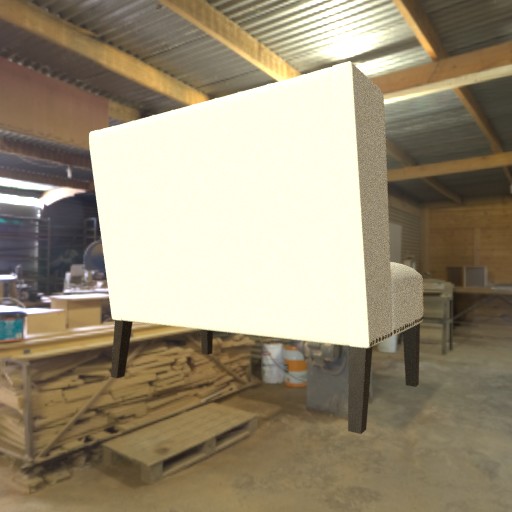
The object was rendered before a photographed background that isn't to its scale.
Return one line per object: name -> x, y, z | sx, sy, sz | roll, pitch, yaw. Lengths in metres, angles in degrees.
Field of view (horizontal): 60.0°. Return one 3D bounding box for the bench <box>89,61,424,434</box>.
bench -> 0.000, 0.000, 1.981 | 1.280, 1.123, 0.847 | -1, -1, 34
